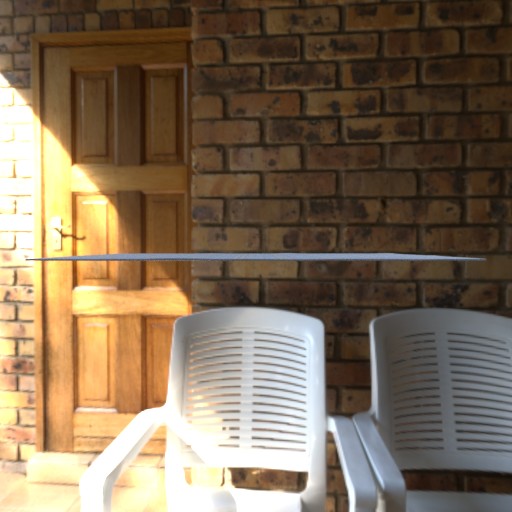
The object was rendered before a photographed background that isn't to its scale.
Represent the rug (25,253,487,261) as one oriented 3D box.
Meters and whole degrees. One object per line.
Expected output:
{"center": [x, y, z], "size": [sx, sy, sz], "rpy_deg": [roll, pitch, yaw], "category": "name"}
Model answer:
{"center": [0.000, 0.000, 2.363], "size": [1.835, 0.012, 1.231], "rpy_deg": [0, 1, 0], "category": "rug"}
